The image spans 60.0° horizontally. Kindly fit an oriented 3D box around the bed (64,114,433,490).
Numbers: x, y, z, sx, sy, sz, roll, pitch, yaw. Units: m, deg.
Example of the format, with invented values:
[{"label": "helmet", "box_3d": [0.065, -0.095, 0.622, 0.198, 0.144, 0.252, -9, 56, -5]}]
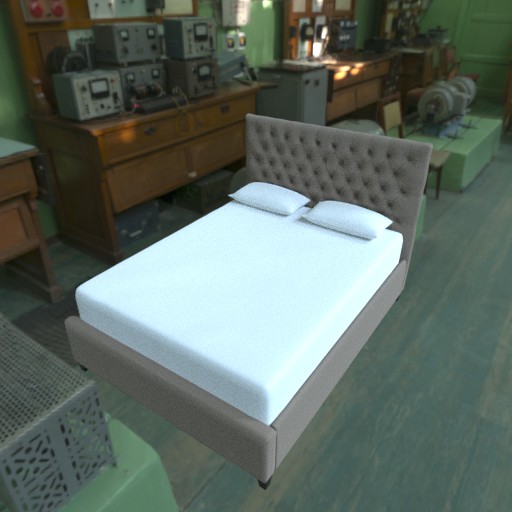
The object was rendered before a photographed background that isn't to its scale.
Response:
[{"label": "bed", "box_3d": [0.000, 0.000, 3.263, 1.696, 1.426, 2.233, 19, 36, 29]}]
